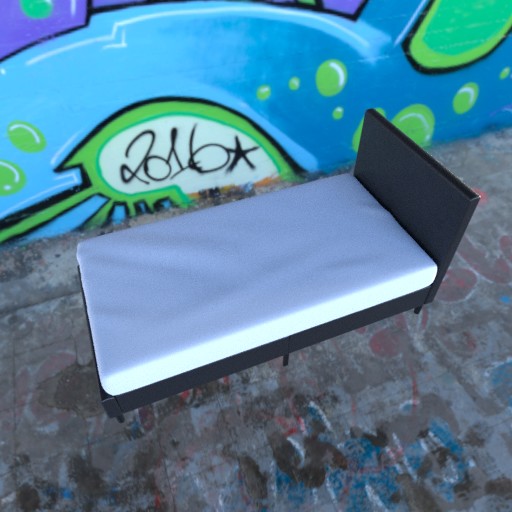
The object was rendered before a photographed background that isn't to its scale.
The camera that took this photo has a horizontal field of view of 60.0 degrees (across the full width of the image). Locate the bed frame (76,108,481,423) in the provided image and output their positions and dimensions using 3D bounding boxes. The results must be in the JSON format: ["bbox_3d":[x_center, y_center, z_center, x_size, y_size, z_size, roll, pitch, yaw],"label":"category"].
[{"bbox_3d":[0.000,0.000,2.564,2.152,1.046,1.038,-16,48,-15],"label":"bed frame"}]
